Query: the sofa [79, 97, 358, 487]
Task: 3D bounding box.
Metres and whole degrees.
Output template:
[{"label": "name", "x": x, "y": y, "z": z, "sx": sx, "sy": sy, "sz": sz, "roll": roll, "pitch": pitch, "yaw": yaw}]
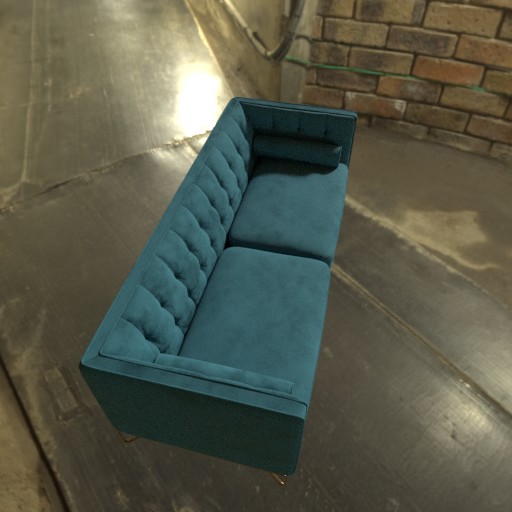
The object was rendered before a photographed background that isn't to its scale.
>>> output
[{"label": "sofa", "x": 0.000, "y": 0.000, "z": 2.490, "sx": 0.867, "sy": 0.789, "sz": 2.087, "roll": 10, "pitch": 48, "yaw": 9}]
